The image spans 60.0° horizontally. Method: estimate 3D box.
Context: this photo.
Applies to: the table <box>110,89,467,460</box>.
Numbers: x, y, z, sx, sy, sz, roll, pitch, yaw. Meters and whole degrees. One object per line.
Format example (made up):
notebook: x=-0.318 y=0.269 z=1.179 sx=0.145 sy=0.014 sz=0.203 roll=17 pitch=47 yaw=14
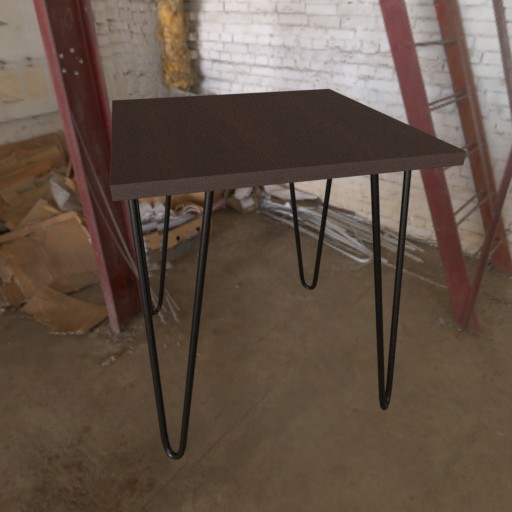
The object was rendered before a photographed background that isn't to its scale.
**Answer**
table: x=0.000 y=0.000 z=0.931 sx=0.495 sy=0.559 sz=0.495 roll=-8 pitch=32 yaw=-13
